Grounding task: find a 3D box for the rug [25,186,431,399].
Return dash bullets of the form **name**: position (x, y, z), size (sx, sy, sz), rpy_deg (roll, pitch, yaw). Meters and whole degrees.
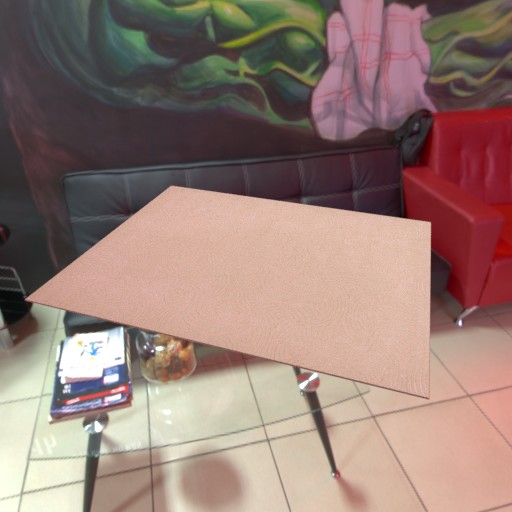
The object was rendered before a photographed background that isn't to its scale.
- **rug**: position (0.000, 0.000, 3.458), size (2.584, 0.011, 2.073), rpy_deg (10, 33, 16)
